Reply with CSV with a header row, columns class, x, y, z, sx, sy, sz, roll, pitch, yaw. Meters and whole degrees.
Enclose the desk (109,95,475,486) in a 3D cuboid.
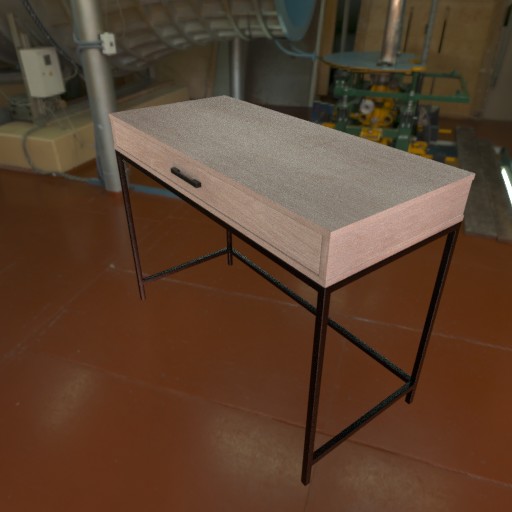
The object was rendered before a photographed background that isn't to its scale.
class,x,y,z,sx,sy,sz,roll,pitch,yaw
desk,0.000,0.000,1.421,0.470,0.762,1.016,-22,38,-31
